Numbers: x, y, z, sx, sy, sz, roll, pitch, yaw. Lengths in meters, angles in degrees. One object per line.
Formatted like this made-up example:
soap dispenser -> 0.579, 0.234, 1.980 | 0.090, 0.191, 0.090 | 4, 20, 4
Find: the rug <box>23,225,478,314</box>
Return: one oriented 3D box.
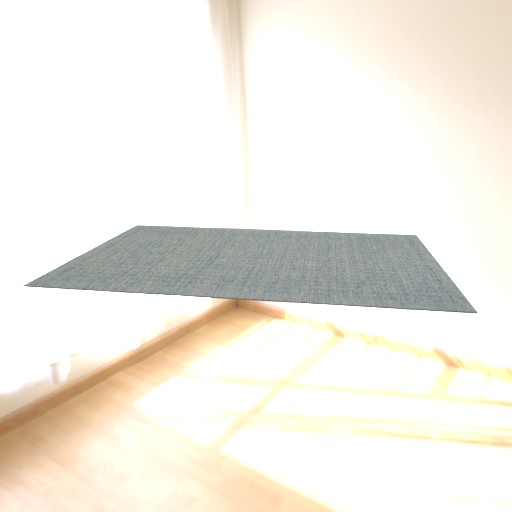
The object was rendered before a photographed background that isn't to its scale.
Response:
rug -> 0.000, 0.000, 2.223 | 1.752, 0.006, 1.142 | 3, 17, 8
